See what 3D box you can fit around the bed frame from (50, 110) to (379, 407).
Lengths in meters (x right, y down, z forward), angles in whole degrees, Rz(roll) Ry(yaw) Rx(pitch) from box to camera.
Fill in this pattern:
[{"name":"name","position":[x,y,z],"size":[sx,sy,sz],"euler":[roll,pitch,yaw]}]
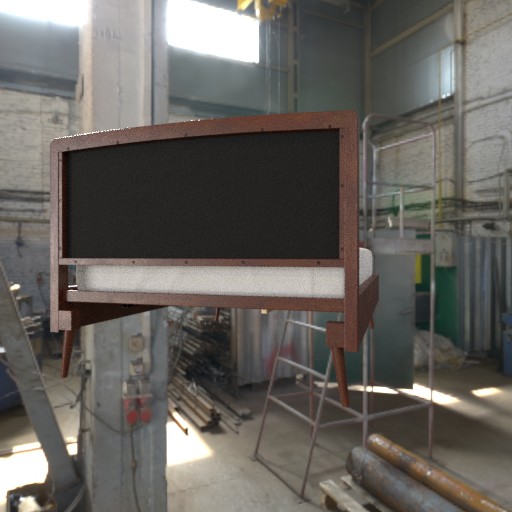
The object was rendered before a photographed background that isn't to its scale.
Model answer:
[{"name":"bed frame","position":[0.000,0.000,3.124],"size":[1.587,1.279,2.171],"euler":[0,0,18]}]
